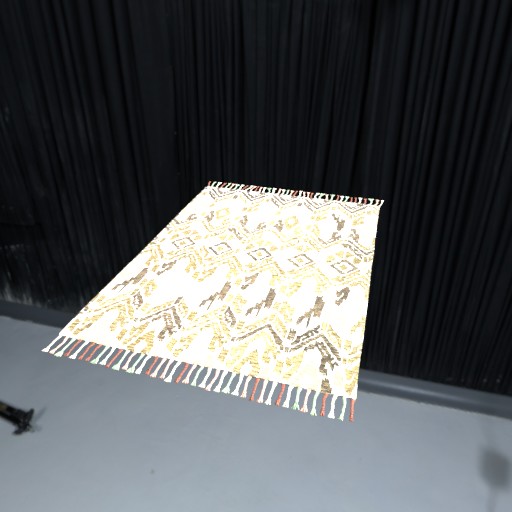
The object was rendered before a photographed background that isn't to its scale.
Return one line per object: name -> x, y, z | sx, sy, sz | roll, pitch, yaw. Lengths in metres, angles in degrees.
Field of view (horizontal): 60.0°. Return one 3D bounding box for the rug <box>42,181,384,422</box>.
rug -> 0.000, 0.000, 2.304 | 1.219, 0.008, 1.829 | 8, 32, 14
